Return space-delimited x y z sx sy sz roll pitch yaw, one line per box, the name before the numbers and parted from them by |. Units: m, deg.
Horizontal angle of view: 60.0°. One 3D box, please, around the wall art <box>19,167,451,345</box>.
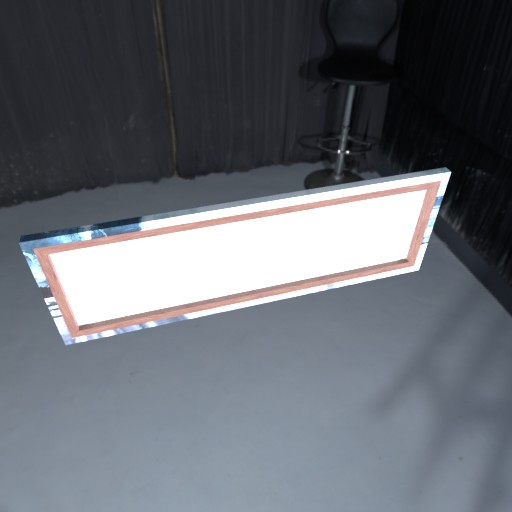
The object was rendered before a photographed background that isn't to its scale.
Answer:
wall art | 0.000 0.000 1.697 1.524 0.509 0.037 -11 42 -12
